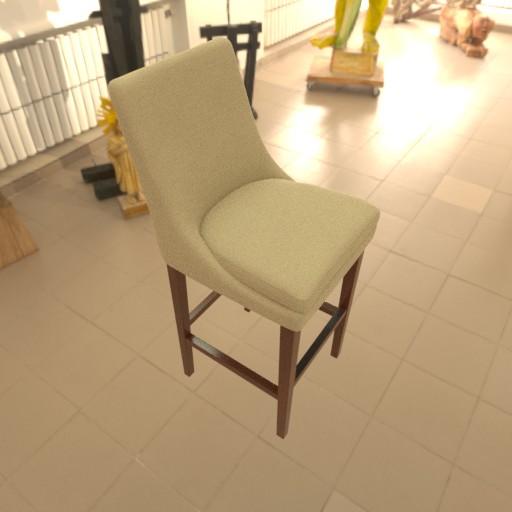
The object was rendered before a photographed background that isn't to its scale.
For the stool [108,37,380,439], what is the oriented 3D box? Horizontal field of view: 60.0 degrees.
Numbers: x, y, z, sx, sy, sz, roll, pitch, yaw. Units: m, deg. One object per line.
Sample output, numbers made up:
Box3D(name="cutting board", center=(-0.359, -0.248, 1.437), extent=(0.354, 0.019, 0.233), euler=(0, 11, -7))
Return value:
Box3D(name="stool", center=(0.000, 0.000, 1.353), extent=(0.577, 1.078, 0.470), euler=(25, 48, 25))
